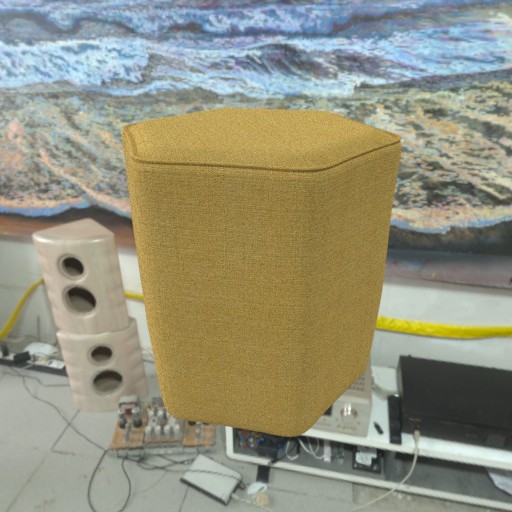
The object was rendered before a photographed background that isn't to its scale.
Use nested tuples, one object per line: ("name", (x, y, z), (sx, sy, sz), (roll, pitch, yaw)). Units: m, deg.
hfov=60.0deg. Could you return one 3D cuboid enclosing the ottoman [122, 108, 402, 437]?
("ottoman", (0.000, 0.000, 0.870), (0.443, 0.502, 0.494), (-9, 28, -16))
